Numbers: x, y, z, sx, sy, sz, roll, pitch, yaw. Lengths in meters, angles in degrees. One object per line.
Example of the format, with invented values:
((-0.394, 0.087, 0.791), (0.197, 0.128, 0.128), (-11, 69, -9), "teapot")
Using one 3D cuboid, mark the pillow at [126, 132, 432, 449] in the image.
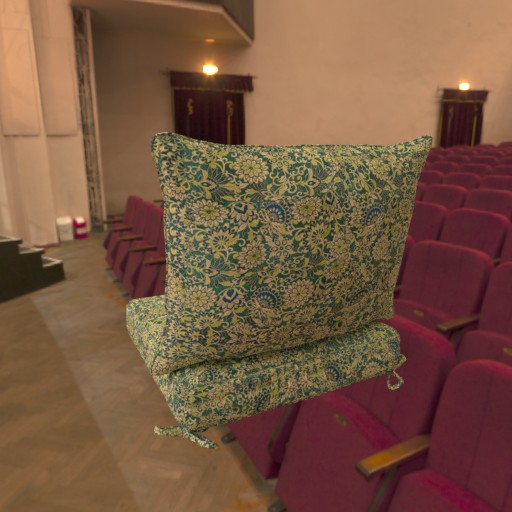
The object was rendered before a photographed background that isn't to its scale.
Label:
((0.000, 0.000, 1.356), (0.798, 0.722, 0.740), (-8, 17, -26), "pillow")
